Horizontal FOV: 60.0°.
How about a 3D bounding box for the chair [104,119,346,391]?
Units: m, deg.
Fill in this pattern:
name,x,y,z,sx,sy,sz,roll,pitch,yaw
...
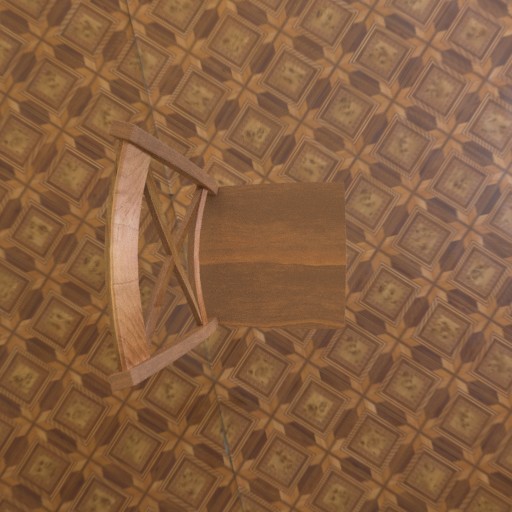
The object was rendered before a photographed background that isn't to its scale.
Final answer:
name,x,y,z,sx,sy,sz,roll,pitch,yaw
chair,0.000,0.000,1.275,0.542,0.983,0.485,0,90,1
